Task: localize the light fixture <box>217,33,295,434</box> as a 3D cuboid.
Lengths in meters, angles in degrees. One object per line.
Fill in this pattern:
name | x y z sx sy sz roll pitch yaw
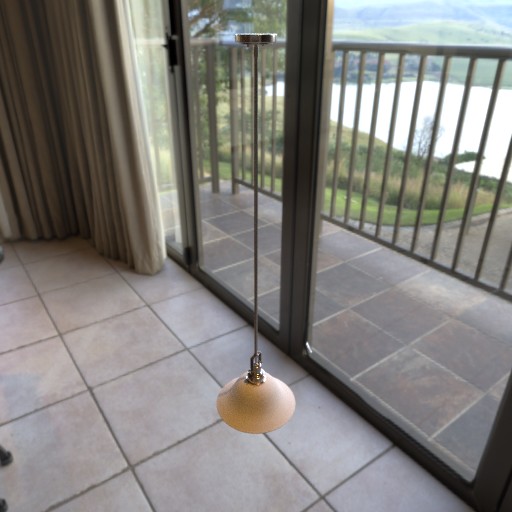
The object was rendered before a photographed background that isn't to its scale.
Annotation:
light fixture | 0.000 0.000 1.512 0.324 1.354 0.324 18 33 31
